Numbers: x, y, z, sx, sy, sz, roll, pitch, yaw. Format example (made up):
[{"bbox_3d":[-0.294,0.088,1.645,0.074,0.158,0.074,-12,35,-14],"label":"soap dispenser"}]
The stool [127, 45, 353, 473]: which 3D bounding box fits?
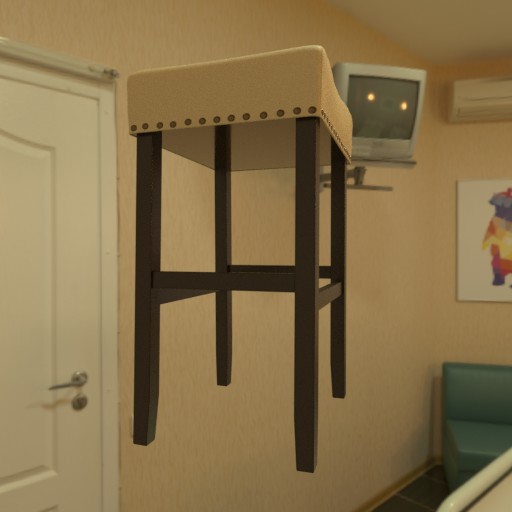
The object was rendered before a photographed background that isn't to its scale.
[{"bbox_3d":[0.000,0.000,1.049,0.401,0.762,0.471,0,1,19],"label":"stool"}]
